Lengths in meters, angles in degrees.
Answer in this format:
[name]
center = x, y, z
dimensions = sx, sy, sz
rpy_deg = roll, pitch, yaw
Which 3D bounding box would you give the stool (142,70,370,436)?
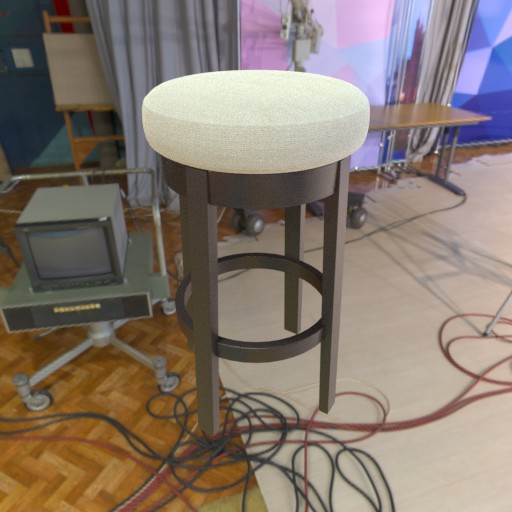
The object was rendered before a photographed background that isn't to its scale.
[stool]
center = 0.000, 0.000, 1.019
dimensions = 0.446, 0.758, 0.446
rpy_deg = 0, 31, 0
